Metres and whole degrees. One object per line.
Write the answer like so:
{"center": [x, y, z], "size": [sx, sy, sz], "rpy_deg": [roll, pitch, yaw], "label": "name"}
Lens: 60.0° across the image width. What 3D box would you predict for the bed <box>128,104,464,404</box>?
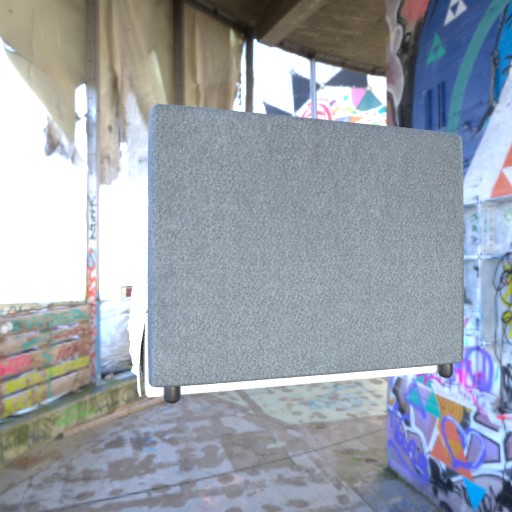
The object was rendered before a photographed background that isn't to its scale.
{"center": [0.000, 0.000, 3.141], "size": [1.723, 1.330, 2.142], "rpy_deg": [0, -1, -17], "label": "bed"}
